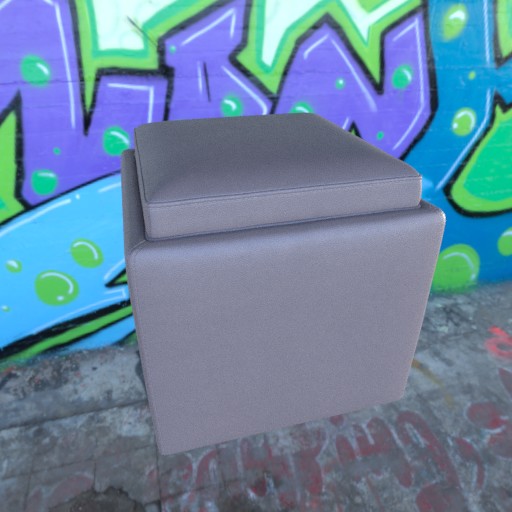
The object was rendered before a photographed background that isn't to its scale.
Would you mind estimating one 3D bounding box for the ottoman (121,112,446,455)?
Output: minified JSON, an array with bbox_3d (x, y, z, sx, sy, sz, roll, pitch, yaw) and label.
[{"bbox_3d":[0.000,0.000,0.824,0.450,0.460,0.451,-8,31,-13],"label":"ottoman"}]
